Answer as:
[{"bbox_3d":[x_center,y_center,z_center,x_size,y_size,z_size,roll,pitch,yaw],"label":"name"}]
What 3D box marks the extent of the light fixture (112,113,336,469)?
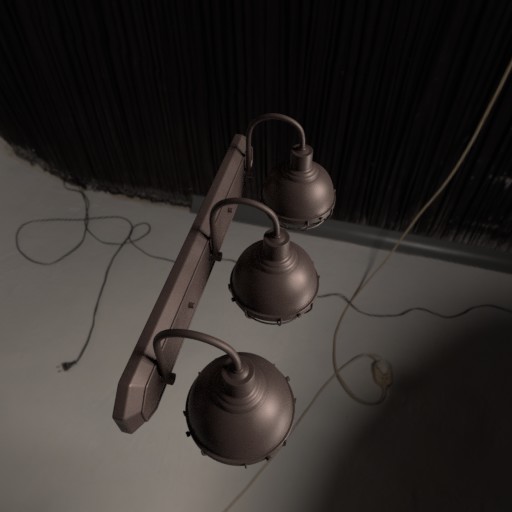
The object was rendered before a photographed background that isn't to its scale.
[{"bbox_3d":[0.000,0.000,0.759,0.229,0.254,0.634,11,50,9],"label":"light fixture"}]
